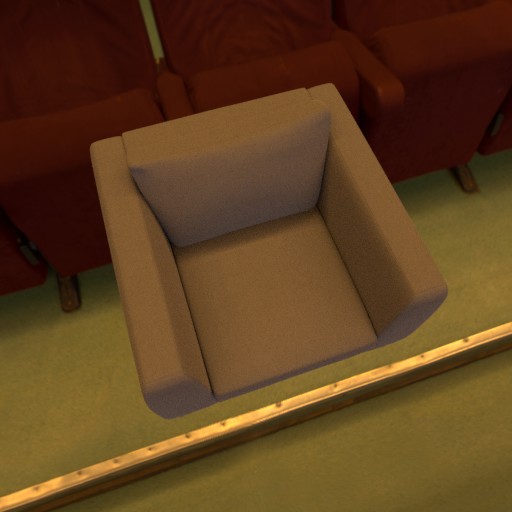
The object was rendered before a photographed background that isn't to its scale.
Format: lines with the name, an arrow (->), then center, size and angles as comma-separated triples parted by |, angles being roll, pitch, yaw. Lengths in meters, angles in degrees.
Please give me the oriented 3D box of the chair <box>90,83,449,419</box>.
chair -> 0.000, 0.000, 1.693 | 1.000, 0.860, 0.930 | -17, 65, -8
